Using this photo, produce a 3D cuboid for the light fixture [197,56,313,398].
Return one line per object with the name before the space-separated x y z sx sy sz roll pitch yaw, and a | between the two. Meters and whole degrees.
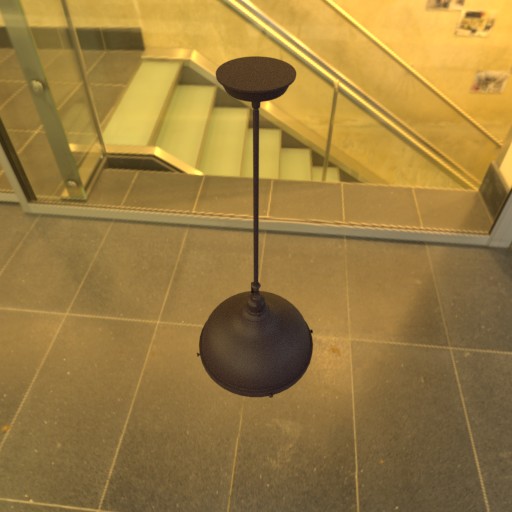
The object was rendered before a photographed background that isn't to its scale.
light fixture | 0.000 0.000 1.019 0.341 0.849 0.341 -10 47 -9
